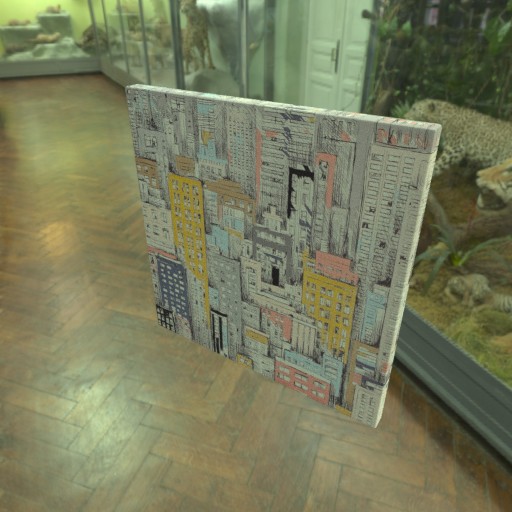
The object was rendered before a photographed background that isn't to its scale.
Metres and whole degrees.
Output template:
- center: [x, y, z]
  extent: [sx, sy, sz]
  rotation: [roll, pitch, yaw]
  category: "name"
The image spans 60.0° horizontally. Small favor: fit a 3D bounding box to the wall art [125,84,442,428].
- center: [0.000, 0.000, 1.138]
  extent: [0.761, 0.762, 0.048]
  rotation: [18, 35, 28]
  category: "wall art"
